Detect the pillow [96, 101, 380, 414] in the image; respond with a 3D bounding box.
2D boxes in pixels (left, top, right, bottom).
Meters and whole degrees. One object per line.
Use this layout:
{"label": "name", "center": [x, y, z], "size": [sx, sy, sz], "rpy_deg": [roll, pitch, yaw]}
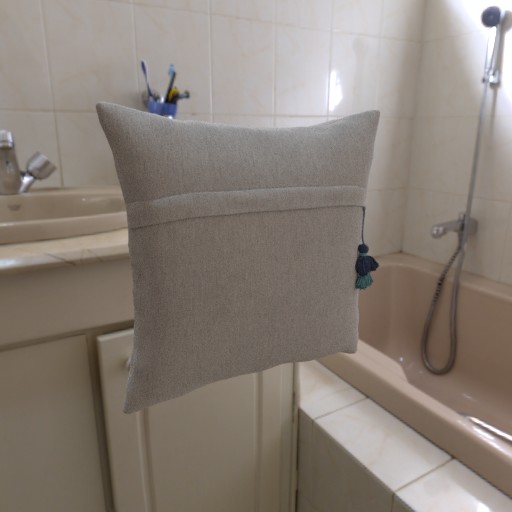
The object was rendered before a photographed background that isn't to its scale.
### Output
{"label": "pillow", "center": [0.000, 0.000, 0.682], "size": [0.433, 0.436, 0.173], "rpy_deg": [-8, 17, -26]}
